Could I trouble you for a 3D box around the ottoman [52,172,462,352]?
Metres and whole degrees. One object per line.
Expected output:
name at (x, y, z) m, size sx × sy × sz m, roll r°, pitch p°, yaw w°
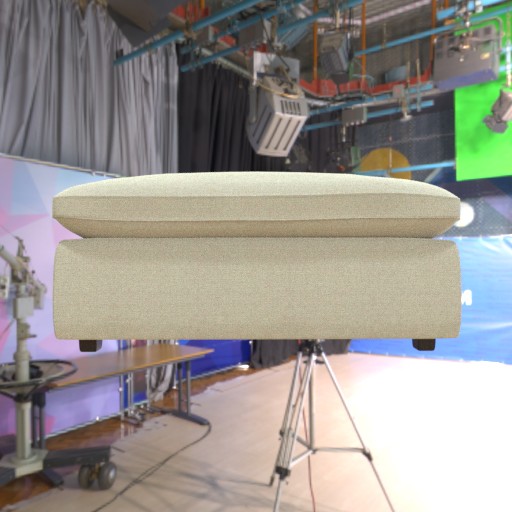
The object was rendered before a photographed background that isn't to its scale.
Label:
ottoman at (0.000, 0.000, 1.347) m, size 0.984 × 0.453 × 0.686 m, roll 0°, pitch 0°, yaw -1°
